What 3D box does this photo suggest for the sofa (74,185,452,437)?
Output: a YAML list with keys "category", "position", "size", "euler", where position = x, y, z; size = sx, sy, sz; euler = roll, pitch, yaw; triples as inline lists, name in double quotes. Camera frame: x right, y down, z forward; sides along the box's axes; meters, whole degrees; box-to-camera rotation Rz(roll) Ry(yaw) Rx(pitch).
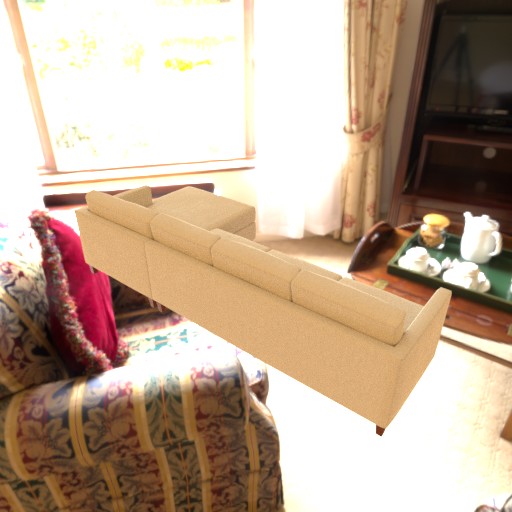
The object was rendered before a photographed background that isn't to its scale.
- category: "sofa"
  position: [0.000, 0.000, 4.199]
  size: [3.471, 0.954, 1.599]
  euler: [22, 37, 32]
